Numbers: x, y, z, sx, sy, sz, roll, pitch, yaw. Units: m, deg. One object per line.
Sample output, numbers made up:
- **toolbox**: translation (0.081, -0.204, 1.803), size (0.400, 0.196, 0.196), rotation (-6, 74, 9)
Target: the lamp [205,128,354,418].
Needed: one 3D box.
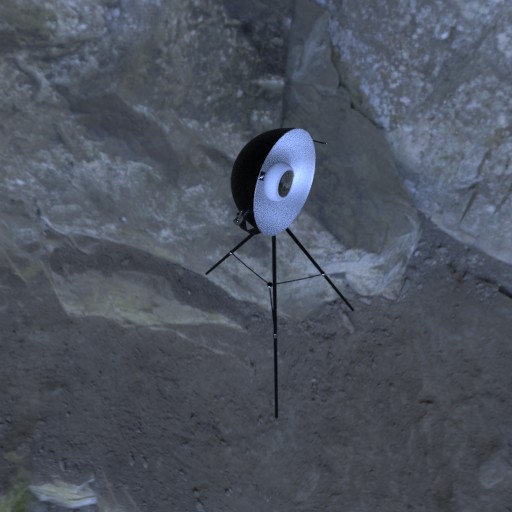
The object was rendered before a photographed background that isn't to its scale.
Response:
- **lamp**: translation (0.000, 0.000, 2.072), size (0.920, 1.512, 0.817), rotation (31, 63, 17)
